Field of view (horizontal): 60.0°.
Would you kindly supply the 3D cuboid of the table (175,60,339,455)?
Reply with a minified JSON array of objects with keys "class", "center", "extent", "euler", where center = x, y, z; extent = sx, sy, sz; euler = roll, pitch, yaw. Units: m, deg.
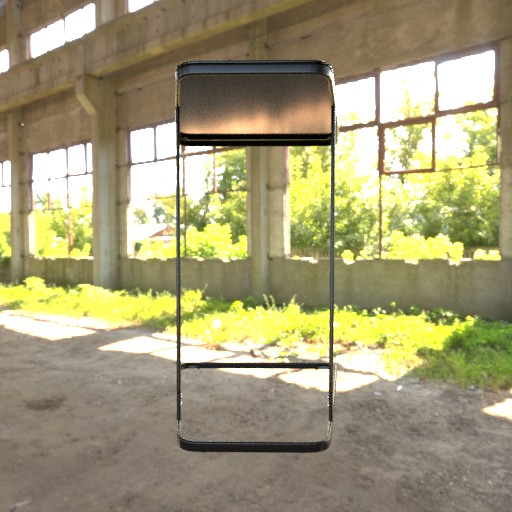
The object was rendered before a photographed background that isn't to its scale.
[{"class":"table","center":[0.000,0.000,0.950],"extent":[0.427,0.624,0.500],"euler":[0,1,1]}]
